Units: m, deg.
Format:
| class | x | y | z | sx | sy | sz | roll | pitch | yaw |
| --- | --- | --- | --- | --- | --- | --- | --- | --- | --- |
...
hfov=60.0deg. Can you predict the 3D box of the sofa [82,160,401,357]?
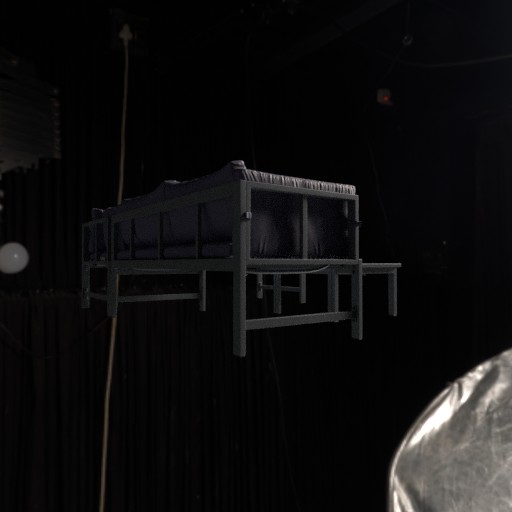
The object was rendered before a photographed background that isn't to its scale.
| class | x | y | z | sx | sy | sz | roll | pitch | yaw |
| --- | --- | --- | --- | --- | --- | --- | --- | --- | --- |
| sofa | 0.000 | 0.000 | 2.917 | 1.658 | 0.762 | 2.149 | 1 | -1 | -36 |
